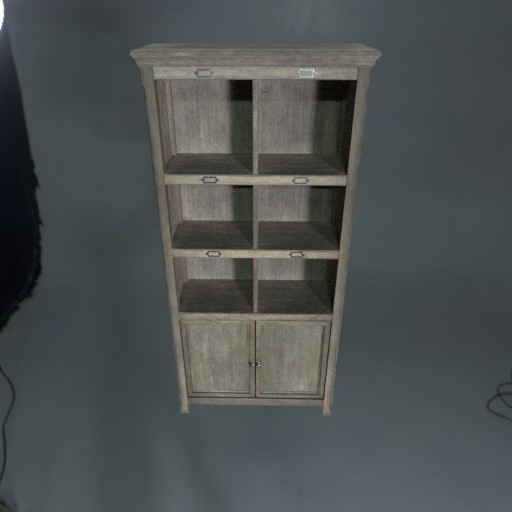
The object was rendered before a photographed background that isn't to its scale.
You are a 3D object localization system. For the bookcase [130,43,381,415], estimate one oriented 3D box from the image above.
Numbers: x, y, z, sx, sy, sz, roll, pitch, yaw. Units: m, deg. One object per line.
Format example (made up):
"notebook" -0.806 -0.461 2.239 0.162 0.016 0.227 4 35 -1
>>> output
"bookcase" 0.000 0.000 2.195 0.906 1.880 0.348 1 29 1
